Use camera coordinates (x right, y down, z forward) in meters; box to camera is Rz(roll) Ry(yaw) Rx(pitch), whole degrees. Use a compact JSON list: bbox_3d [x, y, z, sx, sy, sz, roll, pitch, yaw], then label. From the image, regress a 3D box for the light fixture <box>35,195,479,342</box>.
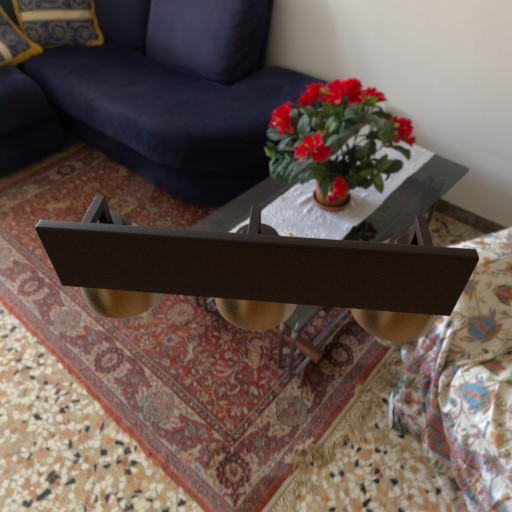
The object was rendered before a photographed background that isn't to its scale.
[{"bbox_3d":[0.000,0.000,0.663,0.582,0.204,0.157,4,46,4],"label":"light fixture"}]
